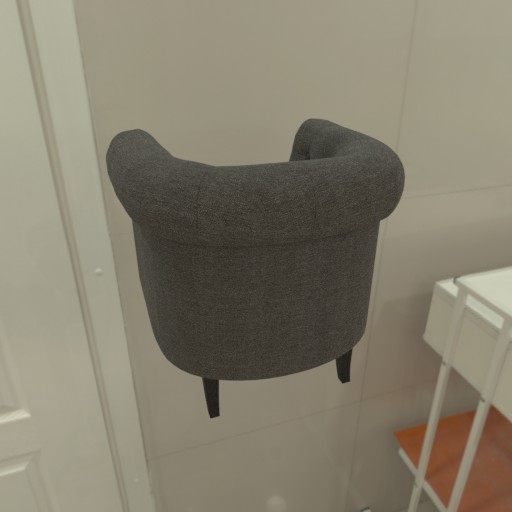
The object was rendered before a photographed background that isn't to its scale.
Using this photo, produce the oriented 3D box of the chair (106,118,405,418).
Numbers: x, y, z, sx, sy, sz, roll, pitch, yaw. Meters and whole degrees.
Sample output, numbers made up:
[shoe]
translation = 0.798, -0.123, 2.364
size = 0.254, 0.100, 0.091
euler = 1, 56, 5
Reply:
[chair]
translation = 0.000, 0.000, 1.565
size = 0.905, 0.827, 0.852
euler = -9, 28, -18
